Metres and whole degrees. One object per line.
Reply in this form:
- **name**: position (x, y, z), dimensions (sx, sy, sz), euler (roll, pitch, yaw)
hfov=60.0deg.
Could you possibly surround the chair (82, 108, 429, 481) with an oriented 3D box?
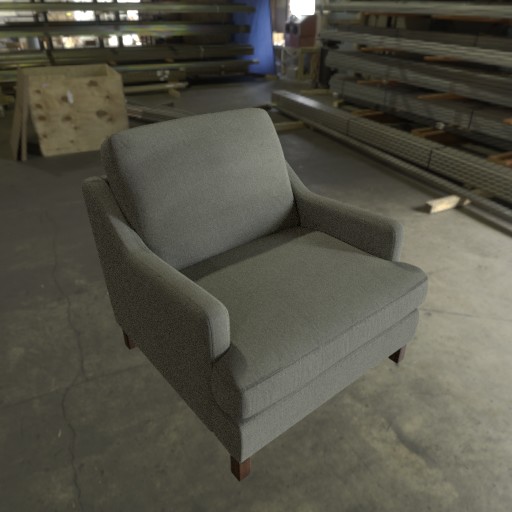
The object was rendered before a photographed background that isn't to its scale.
- **chair**: position (0.000, 0.000, 1.520), dimensions (0.826, 0.821, 0.892), euler (-22, 37, -33)
